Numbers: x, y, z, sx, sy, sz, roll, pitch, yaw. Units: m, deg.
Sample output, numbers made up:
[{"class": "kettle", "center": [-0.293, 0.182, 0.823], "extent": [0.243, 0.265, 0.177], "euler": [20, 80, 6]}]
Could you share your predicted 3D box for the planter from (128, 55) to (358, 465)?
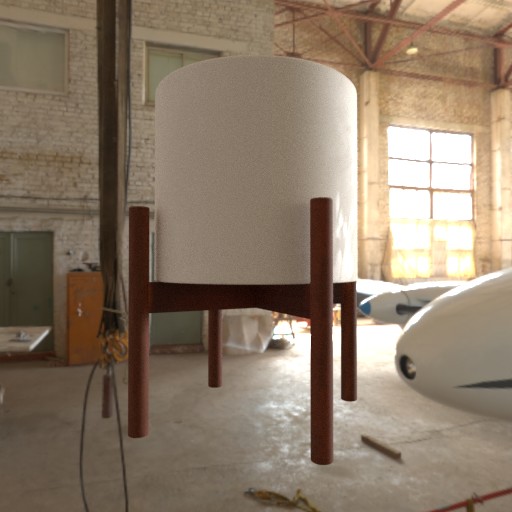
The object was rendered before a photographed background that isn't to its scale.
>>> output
[{"class": "planter", "center": [0.000, 0.000, 0.502], "extent": [0.224, 0.358, 0.224], "euler": [0, -1, 19]}]
